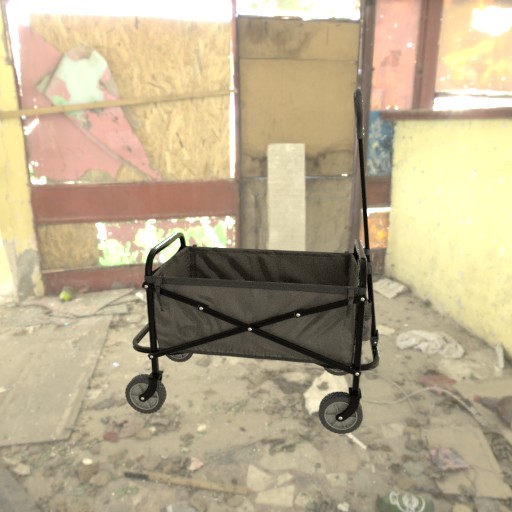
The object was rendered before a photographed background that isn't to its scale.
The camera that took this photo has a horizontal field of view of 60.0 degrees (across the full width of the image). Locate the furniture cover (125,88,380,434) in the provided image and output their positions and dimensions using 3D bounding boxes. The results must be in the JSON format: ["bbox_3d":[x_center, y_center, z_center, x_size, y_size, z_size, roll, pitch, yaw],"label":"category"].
[{"bbox_3d":[0.000,0.000,1.841,1.038,1.295,0.532,3,17,9],"label":"furniture cover"}]
